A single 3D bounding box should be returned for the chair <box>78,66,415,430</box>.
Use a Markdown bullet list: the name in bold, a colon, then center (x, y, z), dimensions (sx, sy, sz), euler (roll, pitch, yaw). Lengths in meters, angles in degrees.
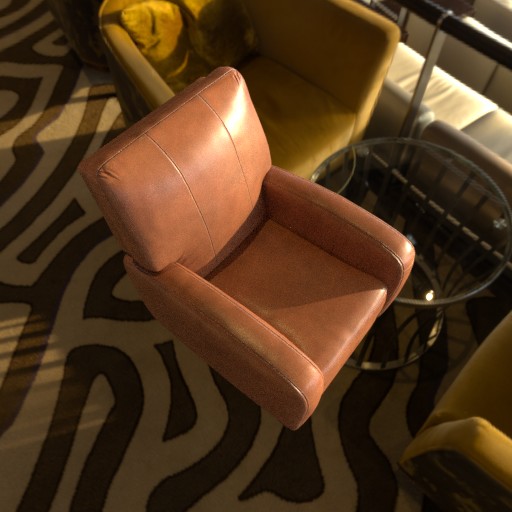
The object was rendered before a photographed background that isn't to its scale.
- **chair**: center (0.000, 0.000, 1.693), dimensions (0.990, 0.990, 0.762), euler (34, 64, 20)
